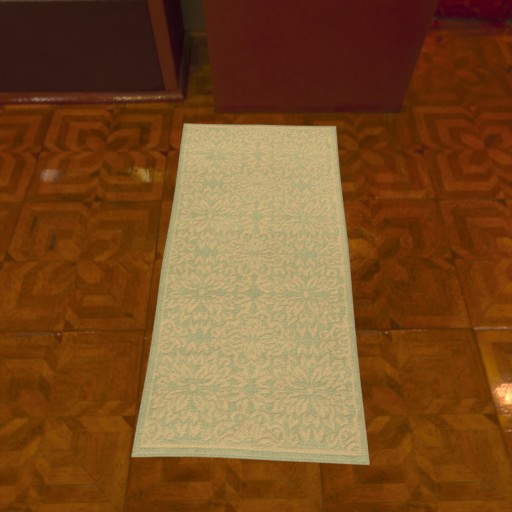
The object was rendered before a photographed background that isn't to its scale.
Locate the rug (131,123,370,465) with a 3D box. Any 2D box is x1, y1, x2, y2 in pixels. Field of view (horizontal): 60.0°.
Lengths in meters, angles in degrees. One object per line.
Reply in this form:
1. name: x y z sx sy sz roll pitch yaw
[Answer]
1. rug: 0.000 0.000 1.438 0.604 0.007 1.219 1 59 1
